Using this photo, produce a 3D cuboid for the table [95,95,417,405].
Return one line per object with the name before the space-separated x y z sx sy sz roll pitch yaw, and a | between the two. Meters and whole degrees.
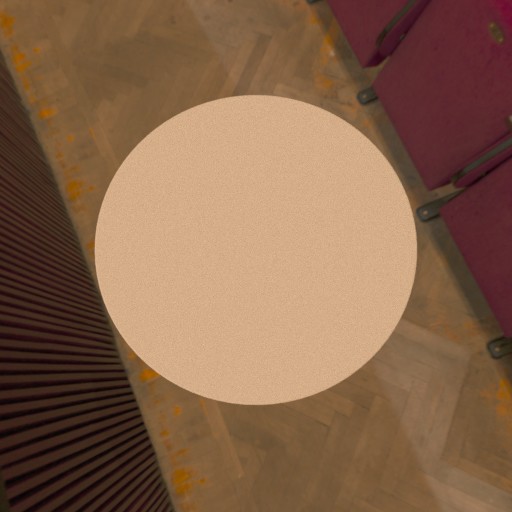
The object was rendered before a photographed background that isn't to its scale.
table | 0.000 0.000 1.475 0.910 0.457 0.910 0 75 0
